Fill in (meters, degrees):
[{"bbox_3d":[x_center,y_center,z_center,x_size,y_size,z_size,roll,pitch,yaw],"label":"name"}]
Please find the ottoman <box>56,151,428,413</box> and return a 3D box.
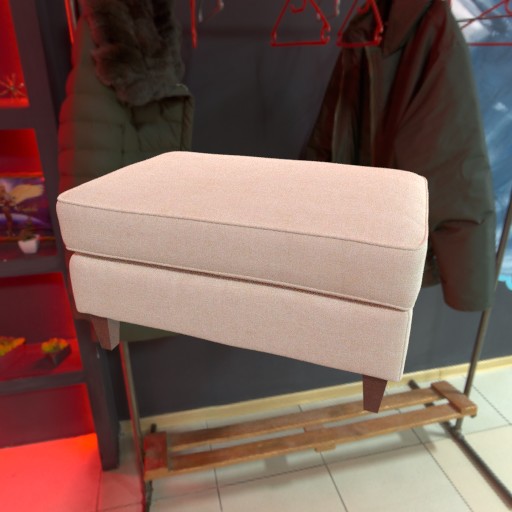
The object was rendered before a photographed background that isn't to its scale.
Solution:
[{"bbox_3d":[0.000,0.000,1.252,0.862,0.484,0.583,8,26,17],"label":"ottoman"}]
